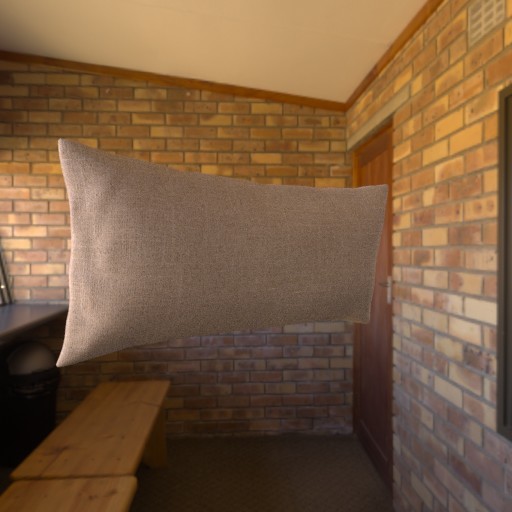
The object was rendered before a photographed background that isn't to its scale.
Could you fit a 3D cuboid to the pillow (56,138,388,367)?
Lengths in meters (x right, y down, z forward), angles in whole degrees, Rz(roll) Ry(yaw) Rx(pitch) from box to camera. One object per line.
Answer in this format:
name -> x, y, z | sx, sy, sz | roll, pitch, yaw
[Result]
pillow -> 0.000, 0.000, 0.725 | 0.612, 0.282, 0.155 | 0, 0, -36
